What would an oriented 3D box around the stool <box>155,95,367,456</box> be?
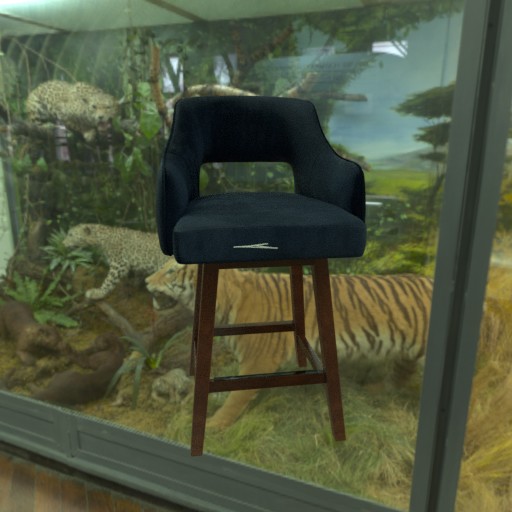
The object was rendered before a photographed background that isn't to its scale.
[{"bbox_3d":[0.000,0.000,1.311,0.550,0.940,0.560,-2,15,-8],"label":"stool"}]
